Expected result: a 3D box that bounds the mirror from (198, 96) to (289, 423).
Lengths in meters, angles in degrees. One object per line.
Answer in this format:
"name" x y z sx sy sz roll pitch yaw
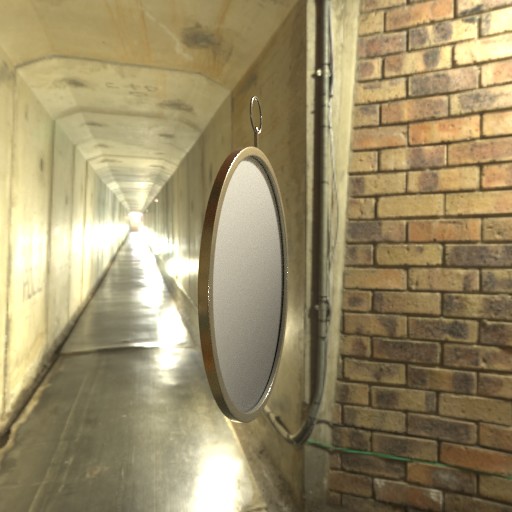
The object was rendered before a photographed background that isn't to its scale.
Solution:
"mirror" 0.000 0.000 0.997 0.020 0.713 0.594 0 1 17
